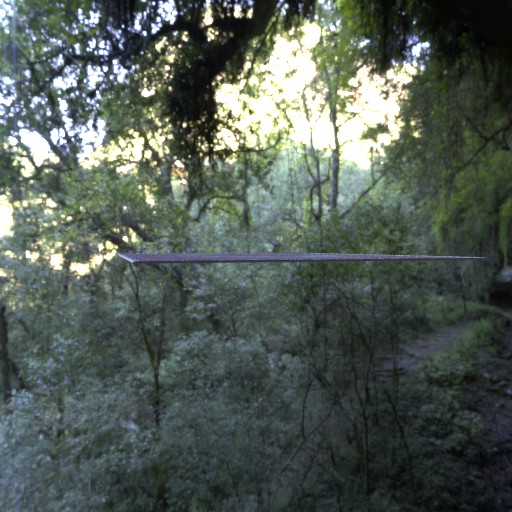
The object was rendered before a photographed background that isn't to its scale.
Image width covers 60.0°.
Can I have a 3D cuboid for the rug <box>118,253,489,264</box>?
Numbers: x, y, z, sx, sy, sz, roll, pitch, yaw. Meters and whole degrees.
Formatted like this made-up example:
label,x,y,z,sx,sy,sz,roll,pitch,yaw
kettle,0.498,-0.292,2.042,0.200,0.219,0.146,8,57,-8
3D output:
label,x,y,z,sx,sy,sz,roll,pitch,yaw
rug,0.000,0.000,4.222,2.447,0.017,3.123,0,1,-19
